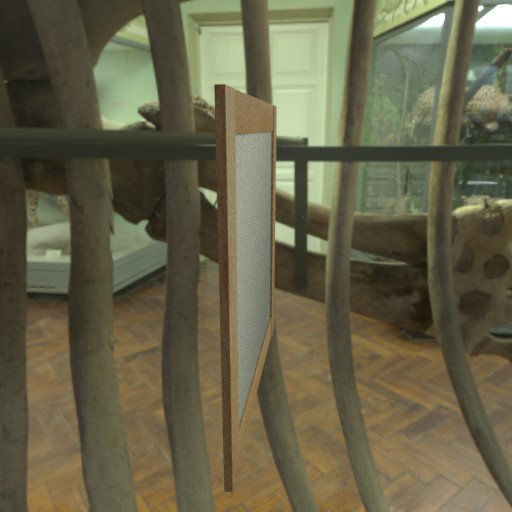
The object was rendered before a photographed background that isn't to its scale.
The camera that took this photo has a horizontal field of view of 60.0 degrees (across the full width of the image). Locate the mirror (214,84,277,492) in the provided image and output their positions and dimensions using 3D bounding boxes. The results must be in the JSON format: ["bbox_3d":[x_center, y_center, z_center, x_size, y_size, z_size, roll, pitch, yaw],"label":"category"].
[{"bbox_3d":[0.000,0.000,1.197,0.020,0.800,0.800,2,16,8],"label":"mirror"}]
